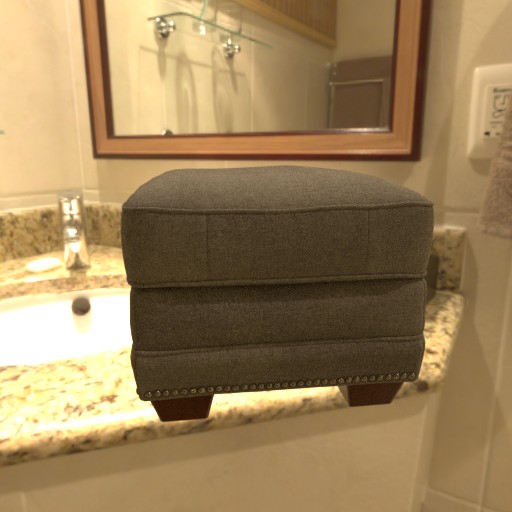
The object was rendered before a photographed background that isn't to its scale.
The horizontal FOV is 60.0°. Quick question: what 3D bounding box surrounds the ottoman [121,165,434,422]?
[{"bbox_3d":[0.000,0.000,1.144,0.561,0.457,0.813,-2,14,-8],"label":"ottoman"}]
